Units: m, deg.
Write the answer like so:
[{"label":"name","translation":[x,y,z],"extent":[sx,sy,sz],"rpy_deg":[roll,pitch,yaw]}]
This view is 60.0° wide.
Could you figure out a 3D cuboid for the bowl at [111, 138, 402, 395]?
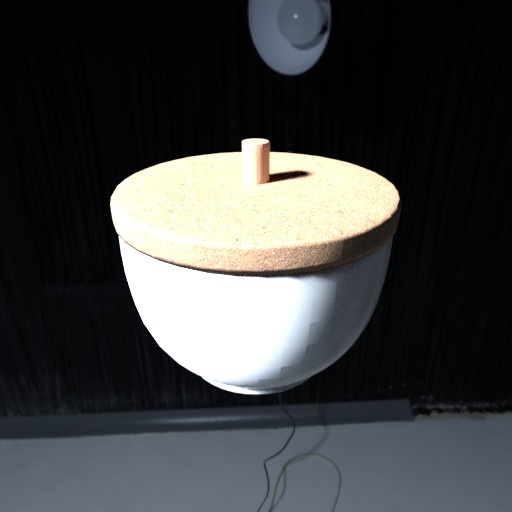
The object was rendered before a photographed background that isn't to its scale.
[{"label":"bowl","translation":[0.000,0.000,0.215],"extent":[0.126,0.110,0.126],"rpy_deg":[0,27,0]}]
